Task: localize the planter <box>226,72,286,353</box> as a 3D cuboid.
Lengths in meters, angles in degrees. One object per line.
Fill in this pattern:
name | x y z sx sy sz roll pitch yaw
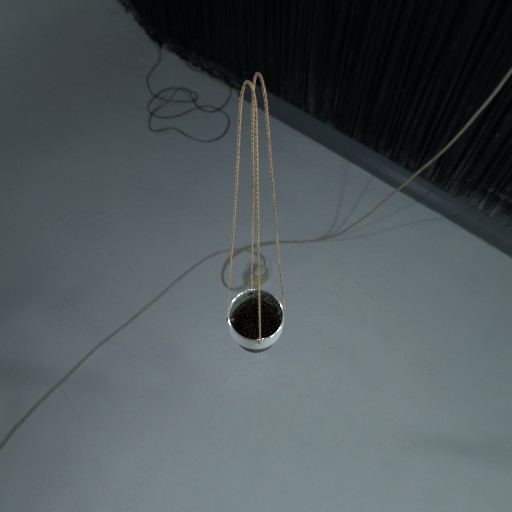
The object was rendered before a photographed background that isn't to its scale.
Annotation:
planter | 0.000 0.000 1.136 0.187 1.073 0.187 33 64 18
